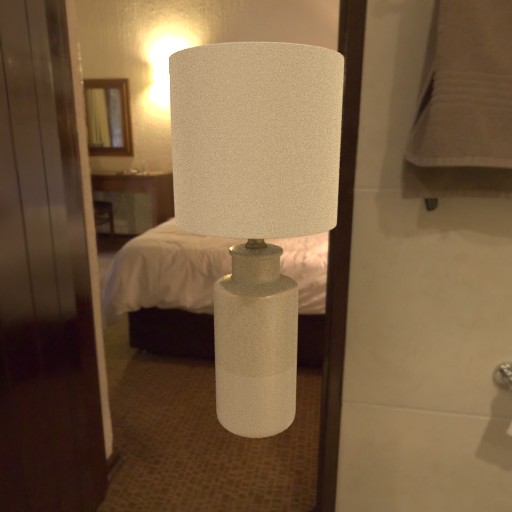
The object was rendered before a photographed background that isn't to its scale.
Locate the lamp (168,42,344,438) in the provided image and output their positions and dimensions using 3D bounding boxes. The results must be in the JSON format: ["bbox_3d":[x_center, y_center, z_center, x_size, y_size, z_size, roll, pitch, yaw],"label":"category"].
[{"bbox_3d":[0.000,0.000,0.603,0.212,0.493,0.212,-7,16,-26],"label":"lamp"}]
